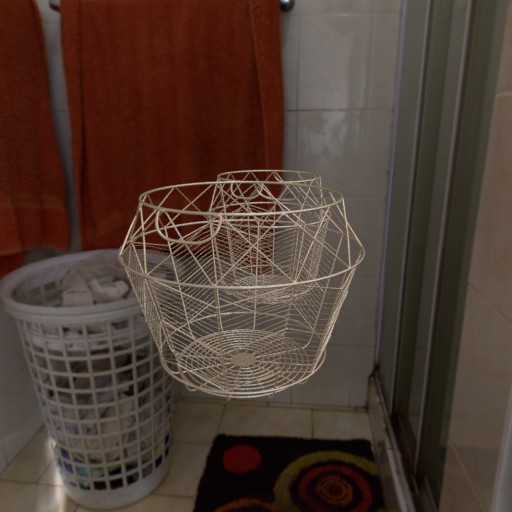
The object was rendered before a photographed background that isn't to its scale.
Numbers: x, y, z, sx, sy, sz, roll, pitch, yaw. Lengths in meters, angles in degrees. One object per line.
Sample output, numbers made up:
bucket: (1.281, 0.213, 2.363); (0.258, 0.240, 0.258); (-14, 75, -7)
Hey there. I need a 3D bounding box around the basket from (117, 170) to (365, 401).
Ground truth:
basket: (0.000, 0.000, 1.024); (0.451, 0.343, 0.805); (2, 17, 8)
